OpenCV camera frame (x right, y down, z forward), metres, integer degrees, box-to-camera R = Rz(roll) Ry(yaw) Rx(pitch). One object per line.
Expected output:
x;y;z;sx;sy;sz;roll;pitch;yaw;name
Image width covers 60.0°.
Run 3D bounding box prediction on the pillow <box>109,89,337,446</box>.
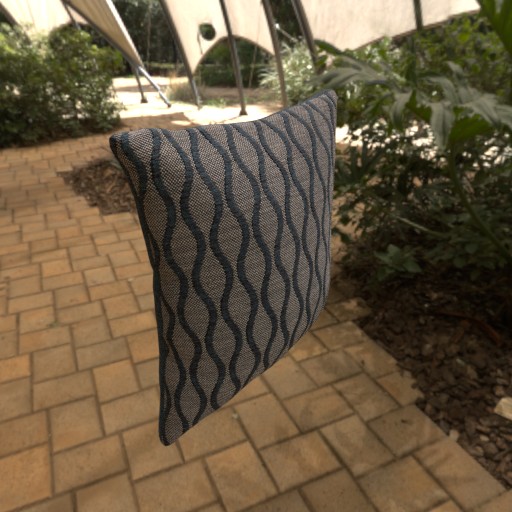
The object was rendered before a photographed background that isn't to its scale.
0.000;0.000;0.664;0.159;0.435;0.435;18;32;32;pillow
